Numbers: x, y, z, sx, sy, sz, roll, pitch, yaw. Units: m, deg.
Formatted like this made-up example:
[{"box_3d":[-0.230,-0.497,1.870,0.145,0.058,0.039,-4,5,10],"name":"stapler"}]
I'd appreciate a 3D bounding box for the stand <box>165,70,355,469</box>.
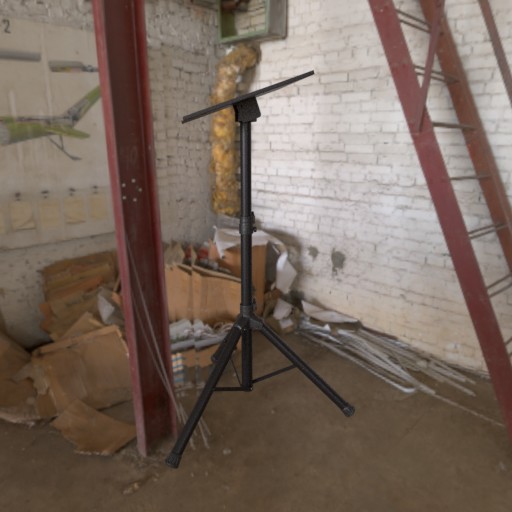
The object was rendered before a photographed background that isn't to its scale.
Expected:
[{"box_3d":[0.000,0.000,1.621,0.702,1.198,0.702,-3,16,-10],"name":"stand"}]
